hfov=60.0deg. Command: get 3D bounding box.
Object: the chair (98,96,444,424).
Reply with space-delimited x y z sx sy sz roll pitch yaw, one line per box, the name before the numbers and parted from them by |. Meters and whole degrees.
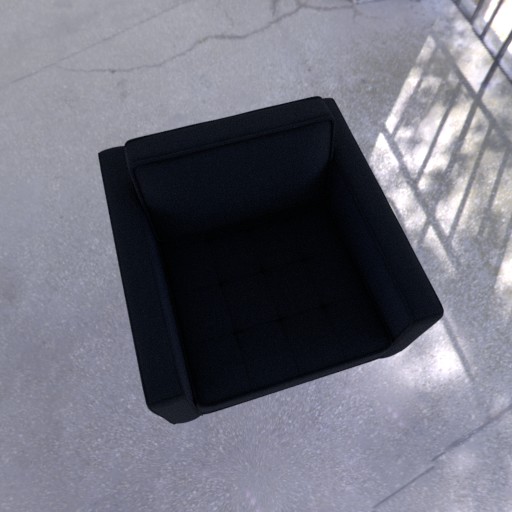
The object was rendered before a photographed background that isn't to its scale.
chair | 0.000 0.000 1.585 0.899 0.770 0.920 -16 65 -8
